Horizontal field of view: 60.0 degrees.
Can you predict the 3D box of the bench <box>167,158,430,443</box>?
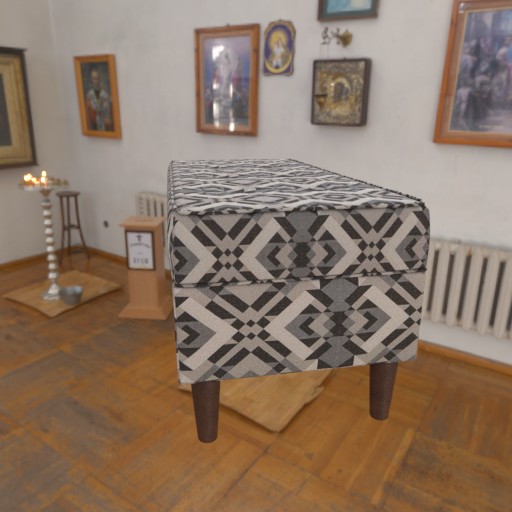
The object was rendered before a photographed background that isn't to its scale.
[{"bbox_3d":[0.000,0.000,1.299,0.492,0.477,1.016,-3,17,-10],"label":"bench"}]
